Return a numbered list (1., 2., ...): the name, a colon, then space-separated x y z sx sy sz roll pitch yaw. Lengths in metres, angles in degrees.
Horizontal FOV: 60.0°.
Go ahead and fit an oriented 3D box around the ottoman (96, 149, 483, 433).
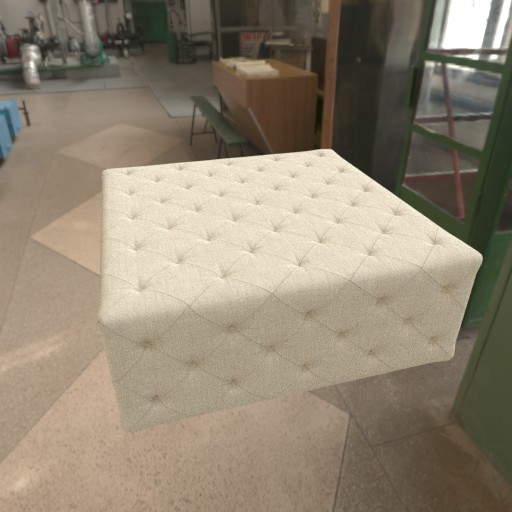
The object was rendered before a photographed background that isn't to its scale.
1. ottoman: 0.000 0.000 1.618 1.028 0.439 1.028 -8 32 -14
